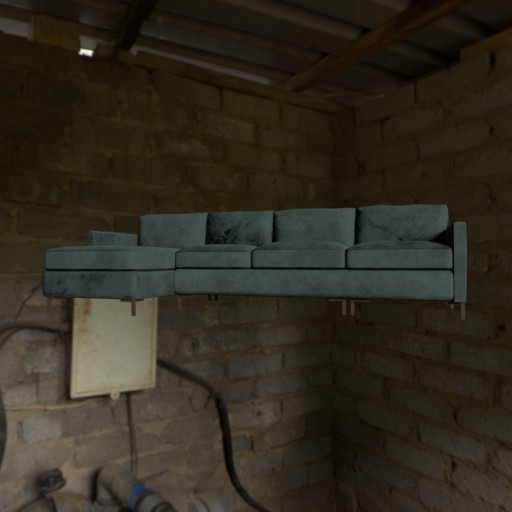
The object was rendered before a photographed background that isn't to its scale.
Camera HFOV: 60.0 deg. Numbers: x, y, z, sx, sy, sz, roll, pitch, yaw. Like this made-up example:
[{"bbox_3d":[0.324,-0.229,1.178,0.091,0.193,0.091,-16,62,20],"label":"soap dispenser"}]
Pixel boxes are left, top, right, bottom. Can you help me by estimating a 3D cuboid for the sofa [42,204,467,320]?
[{"bbox_3d":[0.000,0.000,3.961,3.400,0.967,1.500,0,-1,19],"label":"sofa"}]
